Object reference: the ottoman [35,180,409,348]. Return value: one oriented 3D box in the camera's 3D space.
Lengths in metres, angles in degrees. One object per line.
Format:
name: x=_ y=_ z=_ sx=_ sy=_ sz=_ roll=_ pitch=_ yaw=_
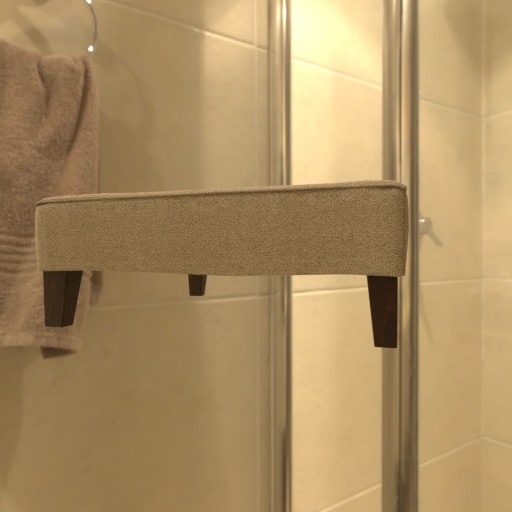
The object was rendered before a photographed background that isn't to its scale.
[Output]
ottoman: x=0.000 y=0.000 z=1.520 sx=0.973 sy=0.381 sz=0.982 roll=0 pitch=1 yaw=18
